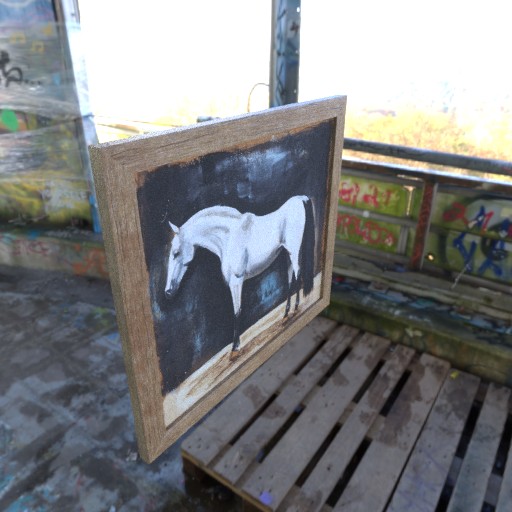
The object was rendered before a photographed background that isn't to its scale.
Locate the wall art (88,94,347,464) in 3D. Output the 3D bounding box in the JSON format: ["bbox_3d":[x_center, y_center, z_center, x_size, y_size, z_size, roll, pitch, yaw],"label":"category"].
[{"bbox_3d":[0.000,0.000,0.946,0.026,0.588,0.690,19,32,33],"label":"wall art"}]
